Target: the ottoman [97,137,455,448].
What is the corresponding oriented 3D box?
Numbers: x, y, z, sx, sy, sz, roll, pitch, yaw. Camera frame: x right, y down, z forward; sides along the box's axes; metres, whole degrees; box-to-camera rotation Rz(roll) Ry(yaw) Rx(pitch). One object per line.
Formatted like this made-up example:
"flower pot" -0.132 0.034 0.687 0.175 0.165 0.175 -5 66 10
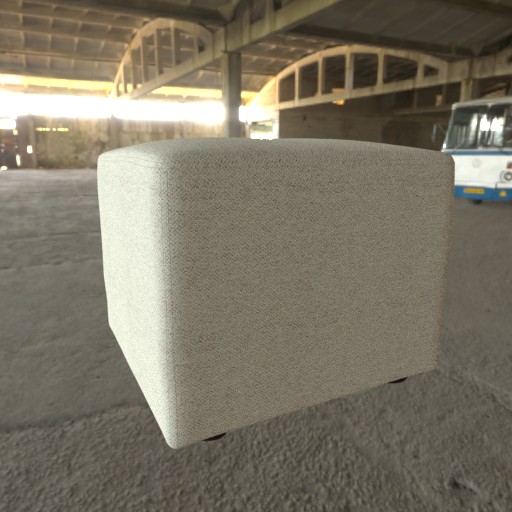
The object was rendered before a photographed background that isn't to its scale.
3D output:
"ottoman" 0.000 0.000 0.882 0.521 0.453 0.512 -7 15 -26
